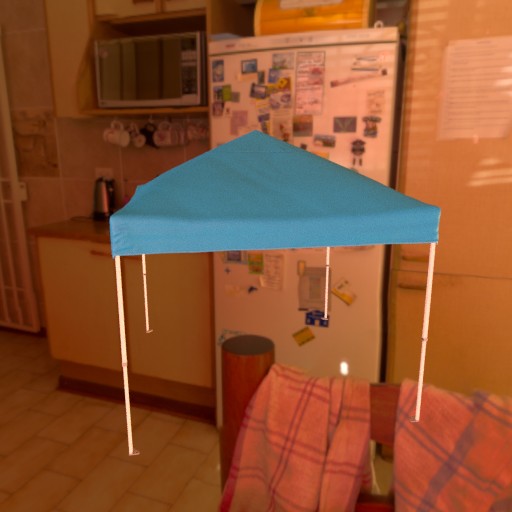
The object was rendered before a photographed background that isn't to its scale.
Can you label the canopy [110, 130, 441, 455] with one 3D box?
[{"bbox_3d":[0.000,0.000,5.468,2.996,2.997,2.998,-2,14,-10],"label":"canopy"}]
